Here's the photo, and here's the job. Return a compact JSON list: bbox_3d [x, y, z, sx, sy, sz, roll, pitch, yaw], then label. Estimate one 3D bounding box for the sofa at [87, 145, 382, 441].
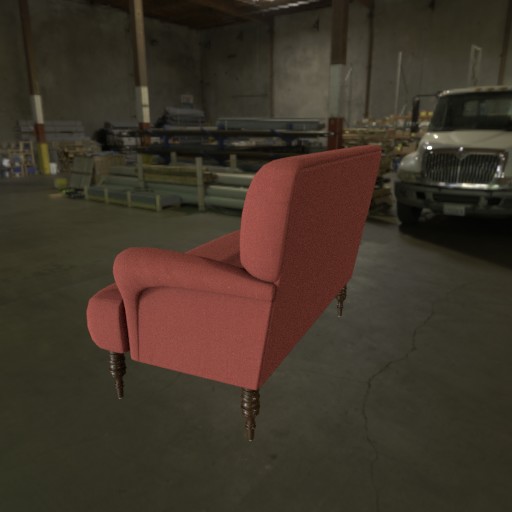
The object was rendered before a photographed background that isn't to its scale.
[{"bbox_3d":[0.000,0.000,1.870,0.779,0.889,1.297,7,18,24],"label":"sofa"}]
